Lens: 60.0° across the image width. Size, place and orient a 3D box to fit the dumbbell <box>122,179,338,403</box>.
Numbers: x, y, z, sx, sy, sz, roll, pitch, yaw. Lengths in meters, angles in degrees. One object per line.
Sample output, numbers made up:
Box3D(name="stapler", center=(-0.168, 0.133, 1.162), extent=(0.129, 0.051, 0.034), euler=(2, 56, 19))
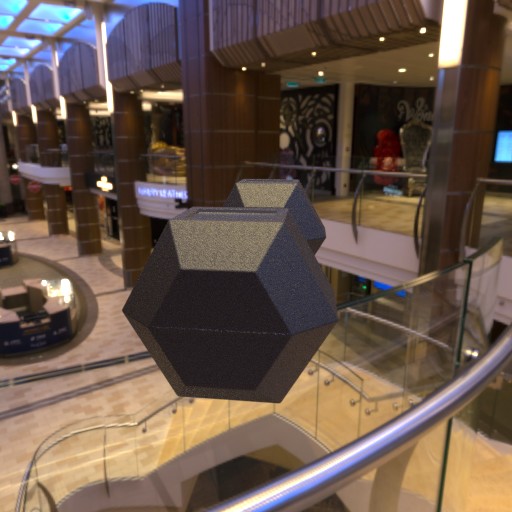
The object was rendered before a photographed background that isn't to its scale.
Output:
Box3D(name="dumbbell", center=(0.000, 0.000, 0.431), extent=(0.141, 0.123, 0.356), euler=(2, 15, 7))
